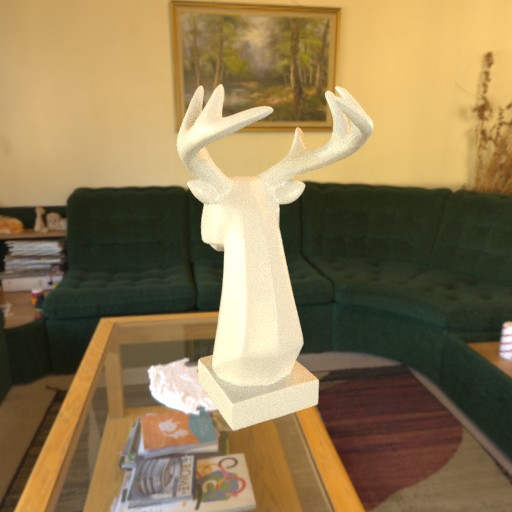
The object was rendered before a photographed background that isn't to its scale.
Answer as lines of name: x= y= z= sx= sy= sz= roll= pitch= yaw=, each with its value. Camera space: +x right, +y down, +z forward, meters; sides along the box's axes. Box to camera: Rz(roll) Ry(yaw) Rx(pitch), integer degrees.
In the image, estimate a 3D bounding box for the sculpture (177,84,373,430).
sculpture: x=0.000 y=0.000 z=0.461 sx=0.174 sy=0.329 sz=0.224 roll=-7 pitch=17 yaw=-25
